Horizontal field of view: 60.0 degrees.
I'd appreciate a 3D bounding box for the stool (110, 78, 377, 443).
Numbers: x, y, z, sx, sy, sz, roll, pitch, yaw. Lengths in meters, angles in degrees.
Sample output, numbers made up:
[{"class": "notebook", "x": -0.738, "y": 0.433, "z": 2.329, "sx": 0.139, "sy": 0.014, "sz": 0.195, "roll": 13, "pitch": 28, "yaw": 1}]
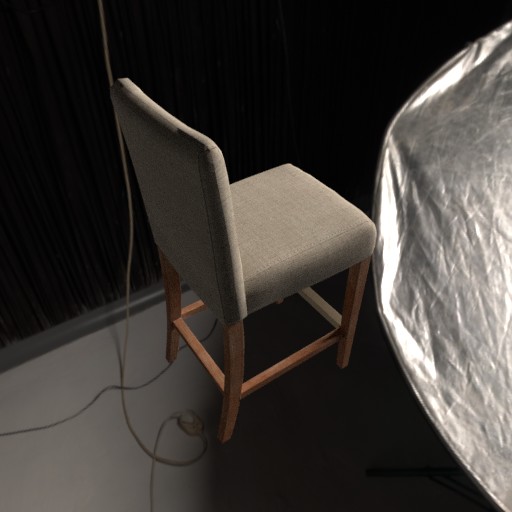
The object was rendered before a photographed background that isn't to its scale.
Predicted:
[{"class": "stool", "x": 0.000, "y": 0.000, "z": 1.339, "sx": 0.567, "sy": 1.039, "sz": 0.454, "roll": -24, "pitch": 46, "yaw": -26}]
